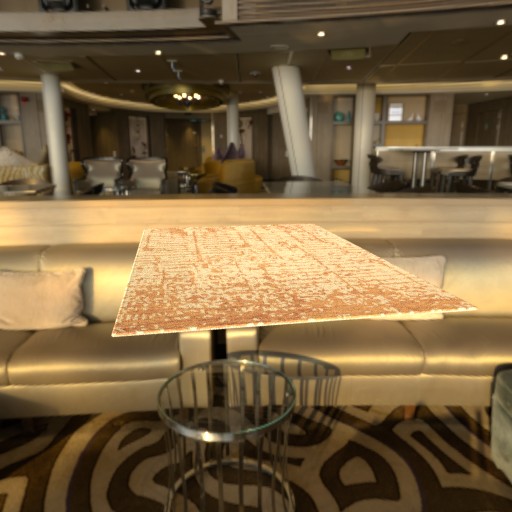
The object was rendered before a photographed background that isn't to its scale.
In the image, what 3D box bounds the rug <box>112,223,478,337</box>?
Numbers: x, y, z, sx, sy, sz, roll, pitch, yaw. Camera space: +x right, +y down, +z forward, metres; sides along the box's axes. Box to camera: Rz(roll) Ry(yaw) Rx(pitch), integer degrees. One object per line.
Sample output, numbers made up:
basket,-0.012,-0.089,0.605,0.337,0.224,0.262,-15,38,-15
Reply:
rug,0.000,0.000,2.294,1.219,0.011,1.829,-3,14,-10
